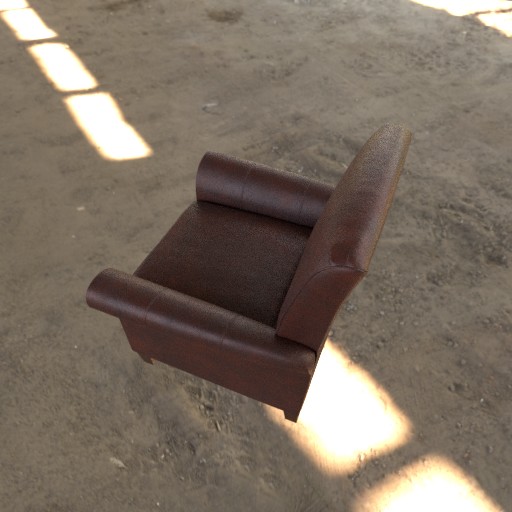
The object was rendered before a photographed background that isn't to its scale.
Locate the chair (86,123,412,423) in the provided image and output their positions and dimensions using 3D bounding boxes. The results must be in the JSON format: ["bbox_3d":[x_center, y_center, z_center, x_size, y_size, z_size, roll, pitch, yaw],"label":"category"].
[{"bbox_3d":[0.000,0.000,1.775,0.902,1.061,0.978,17,48,16],"label":"chair"}]
